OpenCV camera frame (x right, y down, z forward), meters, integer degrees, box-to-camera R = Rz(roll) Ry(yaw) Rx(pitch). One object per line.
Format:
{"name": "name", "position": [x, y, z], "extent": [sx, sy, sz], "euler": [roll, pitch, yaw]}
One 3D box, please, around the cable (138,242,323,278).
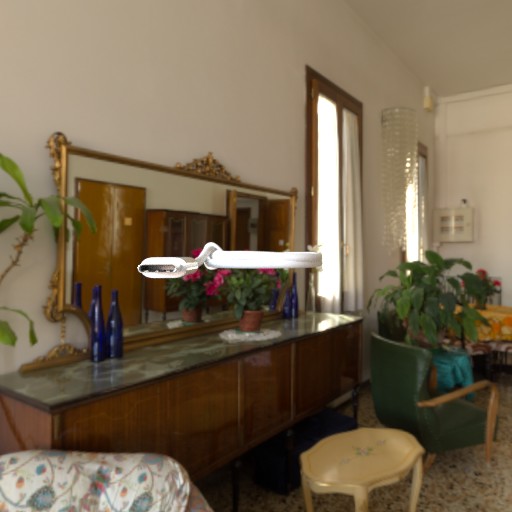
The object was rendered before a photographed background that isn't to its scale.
{"name": "cable", "position": [0.000, 0.000, 0.230], "extent": [0.070, 0.014, 0.203], "euler": [0, 0, 1]}
